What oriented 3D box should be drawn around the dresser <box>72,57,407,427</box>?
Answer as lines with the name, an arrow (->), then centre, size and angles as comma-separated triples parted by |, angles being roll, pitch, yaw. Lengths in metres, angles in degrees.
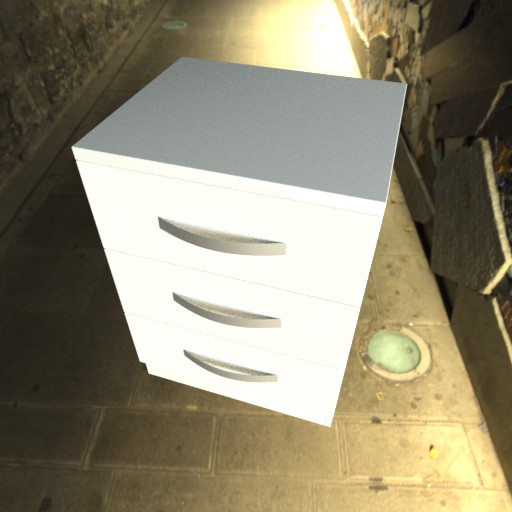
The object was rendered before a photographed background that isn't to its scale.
dresser -> 0.000, 0.000, 0.830 | 0.400, 0.560, 0.360 | 12, 45, 13
